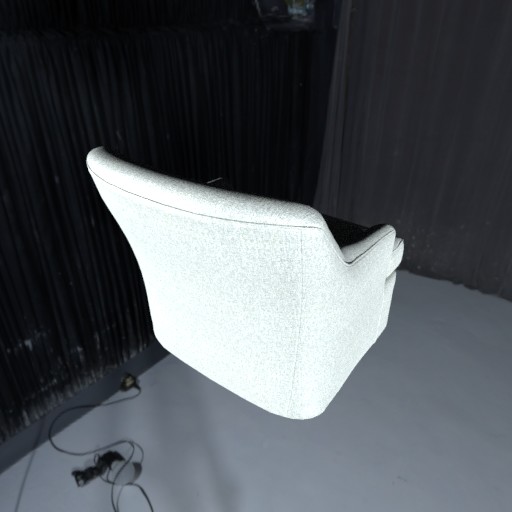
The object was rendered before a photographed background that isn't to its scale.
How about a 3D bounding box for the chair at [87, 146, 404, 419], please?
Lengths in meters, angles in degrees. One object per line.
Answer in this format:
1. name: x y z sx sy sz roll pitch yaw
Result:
1. chair: 0.000 0.000 1.604 0.864 0.856 0.923 21 36 32
